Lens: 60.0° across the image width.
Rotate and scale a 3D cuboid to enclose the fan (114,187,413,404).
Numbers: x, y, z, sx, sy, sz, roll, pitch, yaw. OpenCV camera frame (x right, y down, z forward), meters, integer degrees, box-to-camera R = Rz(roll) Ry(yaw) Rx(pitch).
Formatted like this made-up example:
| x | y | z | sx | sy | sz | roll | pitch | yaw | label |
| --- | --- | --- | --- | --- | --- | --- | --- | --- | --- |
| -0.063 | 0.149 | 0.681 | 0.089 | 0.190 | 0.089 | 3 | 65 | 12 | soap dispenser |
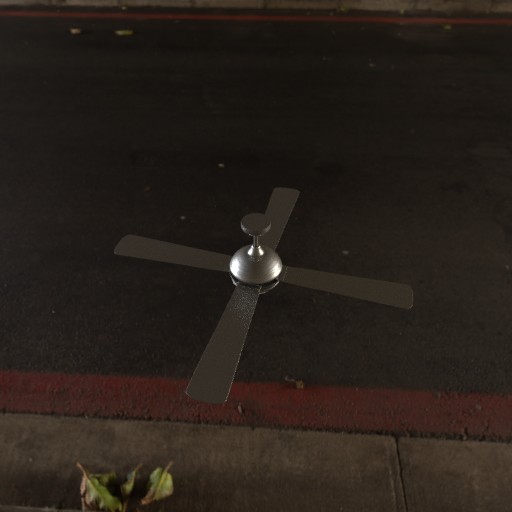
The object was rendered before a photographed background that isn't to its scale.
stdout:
| x | y | z | sx | sy | sz | roll | pitch | yaw | label |
| --- | --- | --- | --- | --- | --- | --- | --- | --- | --- |
| 0.000 | 0.000 | 1.970 | 1.321 | 0.381 | 1.321 | 25 | 47 | 26 | fan |
